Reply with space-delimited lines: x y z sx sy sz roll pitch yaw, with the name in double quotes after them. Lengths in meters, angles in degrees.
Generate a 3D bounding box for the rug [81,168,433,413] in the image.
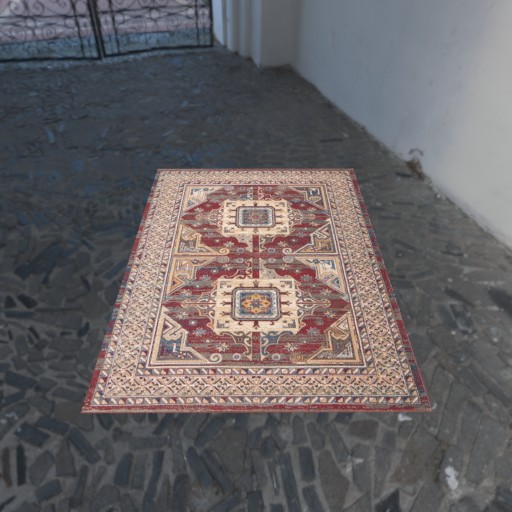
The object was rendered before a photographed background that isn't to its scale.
0.000 0.000 4.199 2.381 0.013 3.197 0 41 0 "rug"
